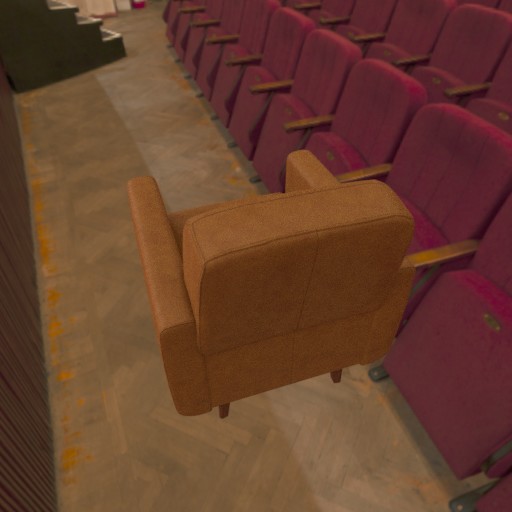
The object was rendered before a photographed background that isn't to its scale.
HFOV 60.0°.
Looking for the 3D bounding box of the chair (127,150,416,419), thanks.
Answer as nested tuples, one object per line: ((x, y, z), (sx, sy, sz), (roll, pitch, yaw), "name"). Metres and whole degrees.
((0.000, 0.000, 1.698), (0.845, 0.968, 0.942), (-13, 43, -14), "chair")
